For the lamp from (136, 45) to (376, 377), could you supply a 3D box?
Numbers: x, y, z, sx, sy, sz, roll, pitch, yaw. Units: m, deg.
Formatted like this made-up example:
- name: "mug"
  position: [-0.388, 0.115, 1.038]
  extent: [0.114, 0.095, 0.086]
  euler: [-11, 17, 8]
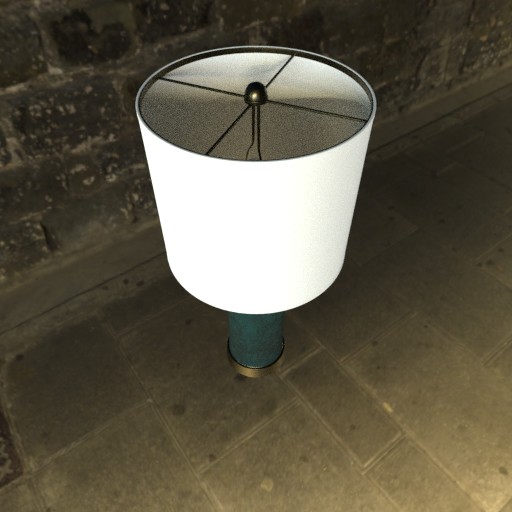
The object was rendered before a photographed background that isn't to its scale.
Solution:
- name: "lamp"
  position: [0.000, 0.000, 0.782]
  extent: [0.301, 0.630, 0.301]
  euler: [-16, 49, -15]
